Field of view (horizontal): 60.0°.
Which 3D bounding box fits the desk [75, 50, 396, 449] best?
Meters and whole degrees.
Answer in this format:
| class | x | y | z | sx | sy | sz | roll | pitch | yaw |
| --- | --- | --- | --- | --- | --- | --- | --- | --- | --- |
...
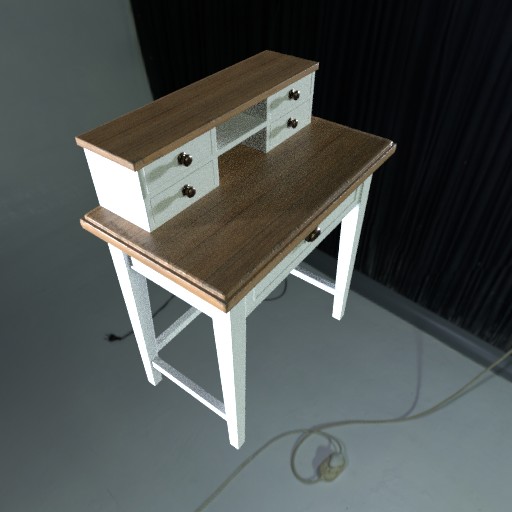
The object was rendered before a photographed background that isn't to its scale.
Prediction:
| class | x | y | z | sx | sy | sz | roll | pitch | yaw |
| --- | --- | --- | --- | --- | --- | --- | --- | --- | --- |
| desk | 0.000 | 0.000 | 1.411 | 0.462 | 0.981 | 0.814 | 27 | 49 | 26 |
